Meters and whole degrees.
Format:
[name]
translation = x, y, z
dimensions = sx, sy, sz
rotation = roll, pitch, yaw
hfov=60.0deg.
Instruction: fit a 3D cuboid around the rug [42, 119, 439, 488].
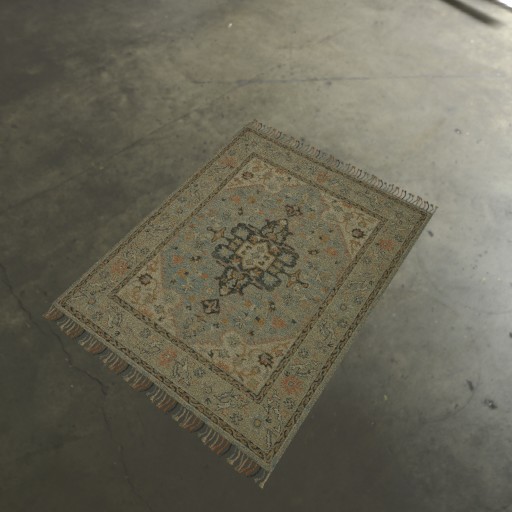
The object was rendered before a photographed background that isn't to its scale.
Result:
[rug]
translation = 0.000, 0.000, 4.249
dimensions = 2.379, 0.011, 3.221
rotation = 31, 62, 19
